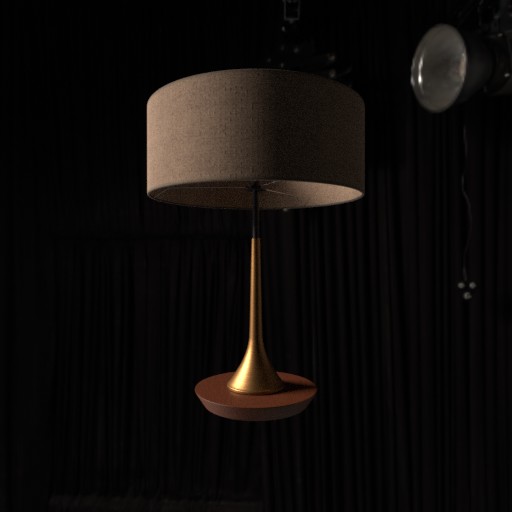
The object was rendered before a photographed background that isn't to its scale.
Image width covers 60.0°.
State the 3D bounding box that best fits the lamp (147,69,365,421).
[{"bbox_3d":[0.000,0.000,0.834,0.396,0.551,0.417,0,0,1],"label":"lamp"}]
